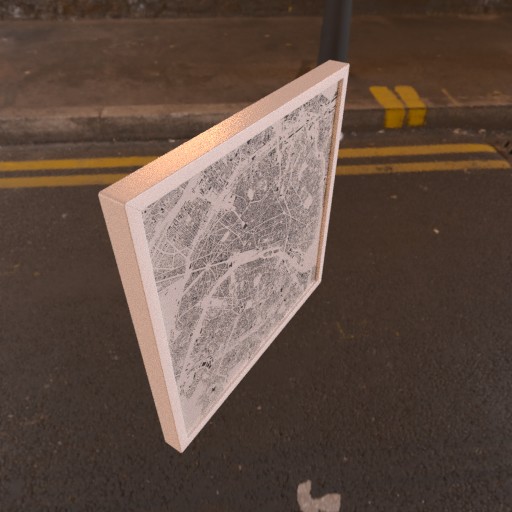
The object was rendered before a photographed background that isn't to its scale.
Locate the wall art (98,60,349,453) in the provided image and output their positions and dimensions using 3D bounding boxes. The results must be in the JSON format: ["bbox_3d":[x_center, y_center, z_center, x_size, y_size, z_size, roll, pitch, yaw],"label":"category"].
[{"bbox_3d":[0.000,0.000,0.757,0.038,0.508,0.508,24,46,25],"label":"wall art"}]
